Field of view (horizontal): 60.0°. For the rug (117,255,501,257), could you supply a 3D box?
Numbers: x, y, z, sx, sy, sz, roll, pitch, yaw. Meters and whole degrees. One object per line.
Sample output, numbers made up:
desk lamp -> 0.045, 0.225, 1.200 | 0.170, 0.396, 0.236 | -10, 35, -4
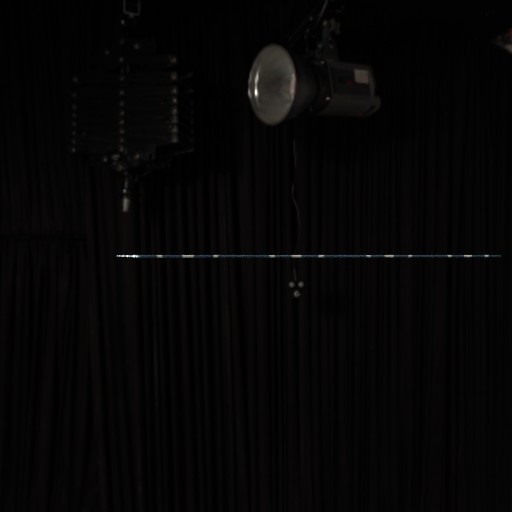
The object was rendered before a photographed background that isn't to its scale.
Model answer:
rug -> 0.000, 0.000, 4.239 | 2.438, 0.010, 3.353 | 0, 0, -19
